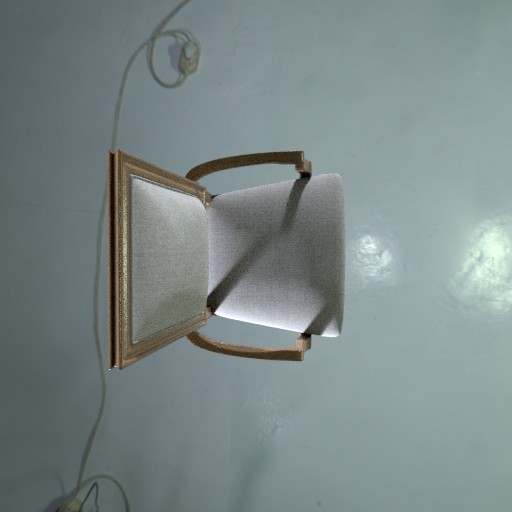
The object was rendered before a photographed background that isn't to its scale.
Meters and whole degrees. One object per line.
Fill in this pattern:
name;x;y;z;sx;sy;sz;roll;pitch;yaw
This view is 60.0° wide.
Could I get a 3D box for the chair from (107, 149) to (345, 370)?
chair;0.000;0.000;1.342;0.602;0.990;0.606;0;91;-2
